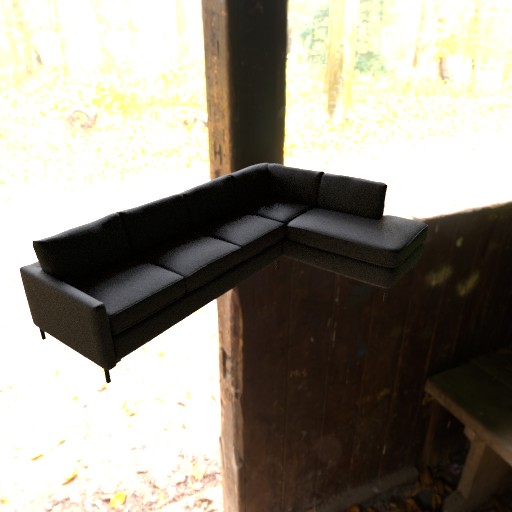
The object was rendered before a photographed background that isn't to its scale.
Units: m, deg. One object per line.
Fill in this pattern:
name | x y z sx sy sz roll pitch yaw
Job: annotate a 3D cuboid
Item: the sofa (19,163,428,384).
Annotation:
sofa | 0.000 0.000 3.720 1.984 0.858 2.972 18 31 33
